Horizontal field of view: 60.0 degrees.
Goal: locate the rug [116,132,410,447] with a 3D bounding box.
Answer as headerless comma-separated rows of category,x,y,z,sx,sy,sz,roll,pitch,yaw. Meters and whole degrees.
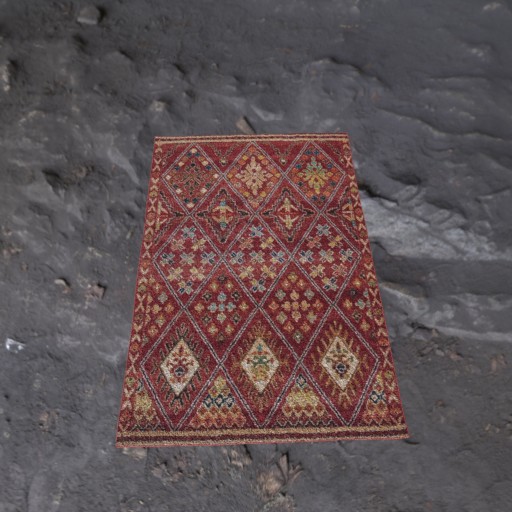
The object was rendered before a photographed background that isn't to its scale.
rug,0.000,0.000,2.894,1.521,0.026,2.286,-2,58,-1
